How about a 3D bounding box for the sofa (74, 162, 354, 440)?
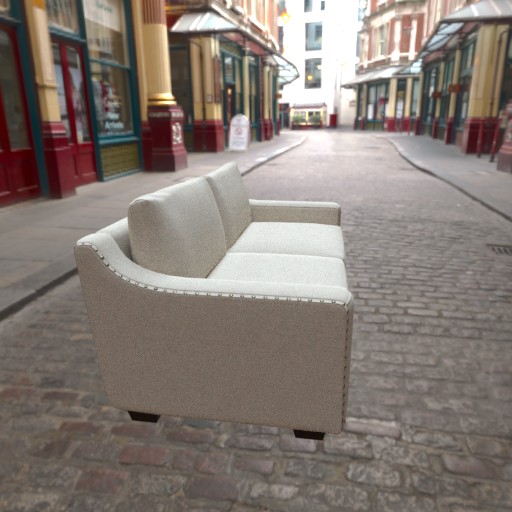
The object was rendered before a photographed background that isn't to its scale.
[{"bbox_3d":[0.000,0.000,2.710,1.104,0.983,2.107,3,17,9],"label":"sofa"}]
